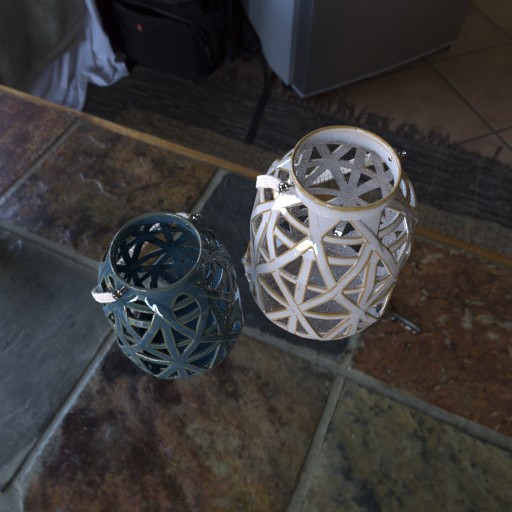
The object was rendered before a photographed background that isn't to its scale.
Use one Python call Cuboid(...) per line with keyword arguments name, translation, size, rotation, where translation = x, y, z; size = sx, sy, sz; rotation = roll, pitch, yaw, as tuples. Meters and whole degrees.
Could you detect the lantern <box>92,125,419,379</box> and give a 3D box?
Cuboid(name="lantern", translation=(0.000, 0.000, 0.613), size=(0.439, 0.307, 0.245), rotation=(-17, 61, -10))
